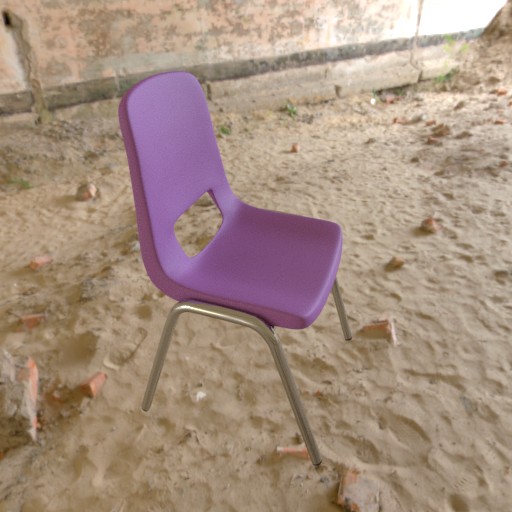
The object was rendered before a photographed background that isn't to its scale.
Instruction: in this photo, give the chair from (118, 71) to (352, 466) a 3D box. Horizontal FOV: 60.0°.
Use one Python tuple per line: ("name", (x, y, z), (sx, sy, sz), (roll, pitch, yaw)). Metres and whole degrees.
("chair", (0.000, 0.000, 0.667), (0.301, 0.493, 0.291), (11, 35, 16))
